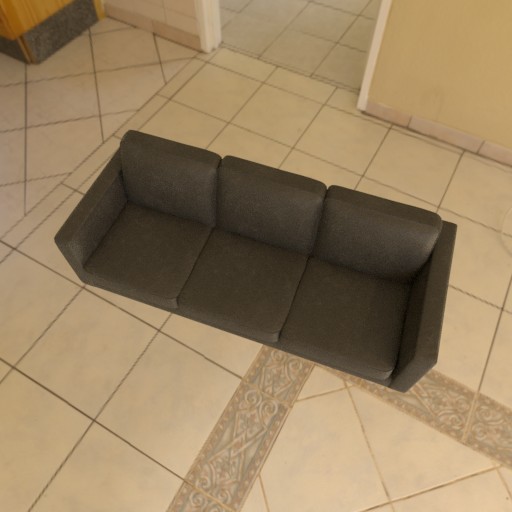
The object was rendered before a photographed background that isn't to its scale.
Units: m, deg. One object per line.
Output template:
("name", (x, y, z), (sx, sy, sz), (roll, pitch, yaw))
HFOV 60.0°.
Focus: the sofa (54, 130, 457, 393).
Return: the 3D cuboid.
("sofa", (0.000, 0.000, 2.571), (2.029, 0.899, 0.879), (17, 60, 10))
